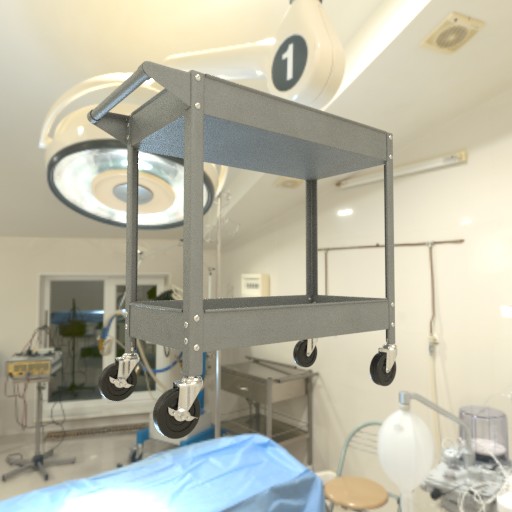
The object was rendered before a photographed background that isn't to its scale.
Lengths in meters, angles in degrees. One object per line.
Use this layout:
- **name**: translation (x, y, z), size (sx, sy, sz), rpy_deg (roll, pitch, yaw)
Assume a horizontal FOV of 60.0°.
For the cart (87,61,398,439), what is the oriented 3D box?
- **cart**: translation (0.000, 0.000, 1.170), size (0.779, 0.719, 0.366), rpy_deg (2, -3, -38)
